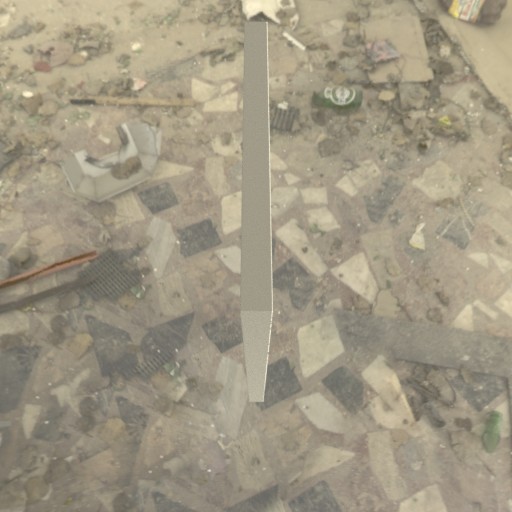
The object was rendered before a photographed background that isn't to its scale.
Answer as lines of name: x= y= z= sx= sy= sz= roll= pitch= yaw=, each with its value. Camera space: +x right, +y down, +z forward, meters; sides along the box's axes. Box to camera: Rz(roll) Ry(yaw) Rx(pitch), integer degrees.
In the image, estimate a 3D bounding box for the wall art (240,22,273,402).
wall art: x=0.000 y=0.000 z=0.973 sx=0.039 sy=0.753 sz=0.511 roll=0 pitch=64 yaw=0
